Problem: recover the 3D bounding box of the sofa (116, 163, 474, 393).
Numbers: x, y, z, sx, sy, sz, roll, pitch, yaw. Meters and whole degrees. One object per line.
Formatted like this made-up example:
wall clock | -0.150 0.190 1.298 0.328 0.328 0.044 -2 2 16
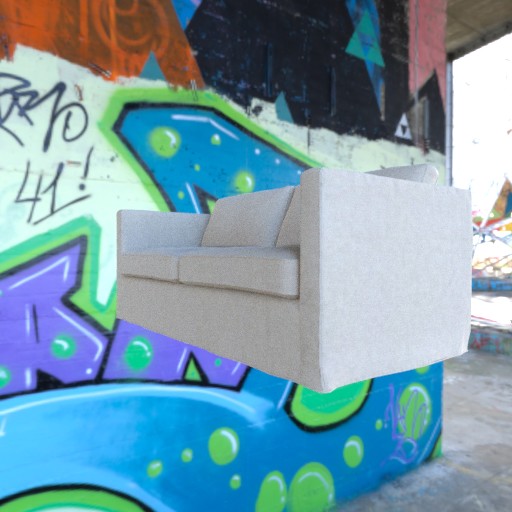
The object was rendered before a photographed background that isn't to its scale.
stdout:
sofa | 0.000 0.000 2.427 0.962 0.835 1.959 -1 1 -36
